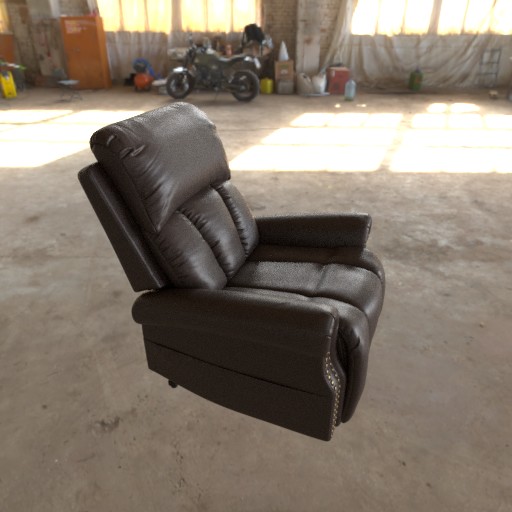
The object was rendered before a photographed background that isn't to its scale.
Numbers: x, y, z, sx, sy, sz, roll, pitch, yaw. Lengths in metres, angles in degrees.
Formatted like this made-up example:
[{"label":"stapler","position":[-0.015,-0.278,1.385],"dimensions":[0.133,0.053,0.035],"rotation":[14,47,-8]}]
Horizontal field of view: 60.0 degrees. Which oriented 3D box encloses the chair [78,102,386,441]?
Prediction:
[{"label":"chair","position":[0.000,0.000,1.715],"dimensions":[0.978,1.028,0.869],"rotation":[10,31,18]}]
